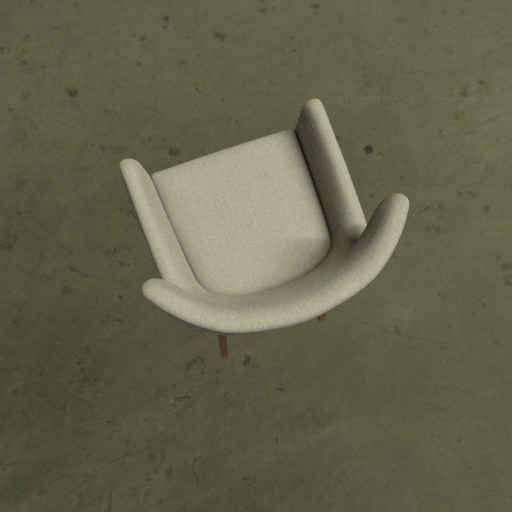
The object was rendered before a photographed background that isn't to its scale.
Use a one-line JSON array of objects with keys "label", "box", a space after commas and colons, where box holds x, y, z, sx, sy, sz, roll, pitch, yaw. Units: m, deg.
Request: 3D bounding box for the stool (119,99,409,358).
[{"label": "stool", "box": [0.000, 0.000, 1.402, 0.575, 1.047, 0.575, -19, 75, -5]}]
